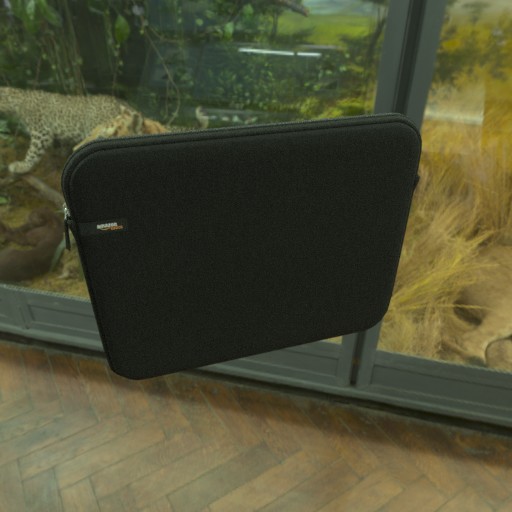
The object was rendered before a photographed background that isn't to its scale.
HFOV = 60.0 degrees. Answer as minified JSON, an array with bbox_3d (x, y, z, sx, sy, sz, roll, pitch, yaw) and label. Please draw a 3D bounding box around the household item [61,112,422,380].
[{"bbox_3d":[0.000,0.000,0.518,0.396,0.305,0.030,-9,34,-14],"label":"household item"}]
